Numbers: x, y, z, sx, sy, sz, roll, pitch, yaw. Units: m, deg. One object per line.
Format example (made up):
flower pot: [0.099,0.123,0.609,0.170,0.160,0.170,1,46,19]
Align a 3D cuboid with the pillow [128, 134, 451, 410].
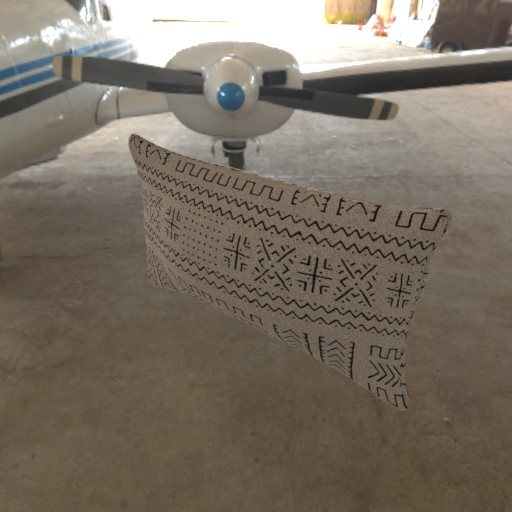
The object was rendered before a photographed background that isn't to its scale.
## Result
pillow: [0.000,0.000,0.812,0.637,0.352,0.188,21,36,32]
